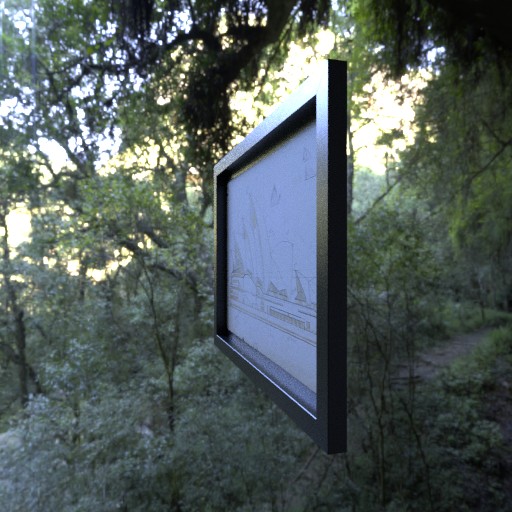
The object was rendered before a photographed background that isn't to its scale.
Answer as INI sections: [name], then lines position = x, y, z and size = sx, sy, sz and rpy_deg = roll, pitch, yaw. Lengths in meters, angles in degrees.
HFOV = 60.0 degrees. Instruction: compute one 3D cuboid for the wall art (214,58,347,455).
[wall art]
position = 0.000, 0.000, 0.829
size = 0.027, 0.458, 0.657
rpy_deg = 0, 0, -17
